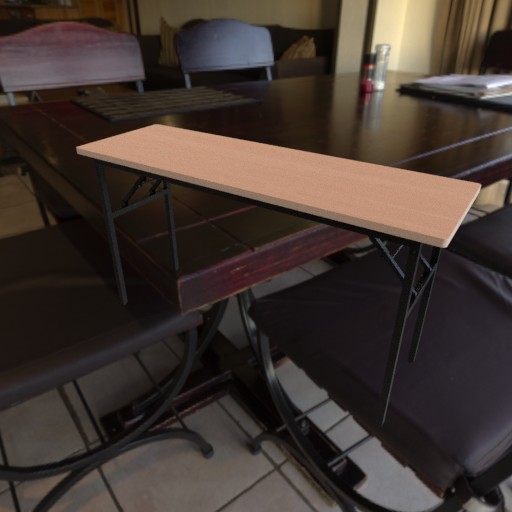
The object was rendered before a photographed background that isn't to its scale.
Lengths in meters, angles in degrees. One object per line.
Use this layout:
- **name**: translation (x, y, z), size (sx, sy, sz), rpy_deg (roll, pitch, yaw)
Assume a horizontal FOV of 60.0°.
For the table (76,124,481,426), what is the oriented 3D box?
- **table**: translation (0.000, 0.000, 1.745), size (1.397, 0.750, 0.447), rpy_deg (18, 35, 28)
